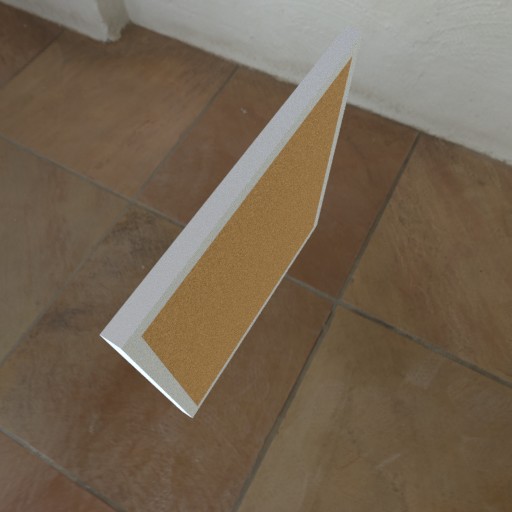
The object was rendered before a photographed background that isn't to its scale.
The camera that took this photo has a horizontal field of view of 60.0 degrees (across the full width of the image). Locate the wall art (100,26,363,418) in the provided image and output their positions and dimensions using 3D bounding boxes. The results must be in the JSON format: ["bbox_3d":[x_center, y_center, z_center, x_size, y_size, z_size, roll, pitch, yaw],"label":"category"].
[{"bbox_3d":[0.000,0.000,1.095,0.038,0.762,0.762,29,67,14],"label":"wall art"}]
